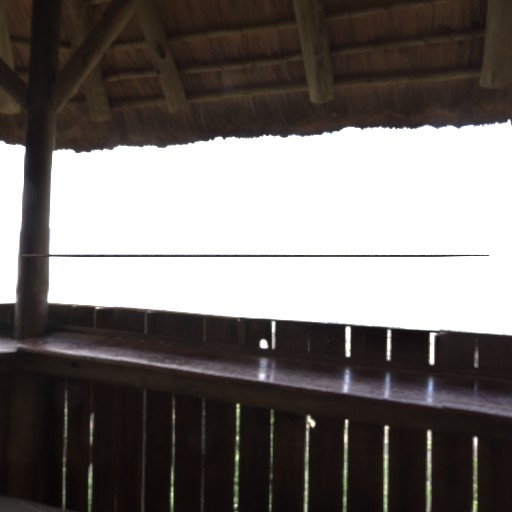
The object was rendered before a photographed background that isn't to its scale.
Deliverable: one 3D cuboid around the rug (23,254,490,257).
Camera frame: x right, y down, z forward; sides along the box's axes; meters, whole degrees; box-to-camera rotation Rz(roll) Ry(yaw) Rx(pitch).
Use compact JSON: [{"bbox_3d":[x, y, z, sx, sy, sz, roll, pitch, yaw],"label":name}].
[{"bbox_3d":[0.000,0.000,2.678,2.435,0.011,0.750,0,-1,1],"label":"rug"}]
